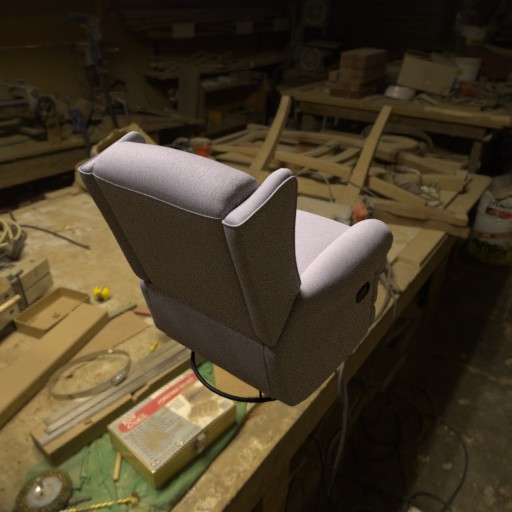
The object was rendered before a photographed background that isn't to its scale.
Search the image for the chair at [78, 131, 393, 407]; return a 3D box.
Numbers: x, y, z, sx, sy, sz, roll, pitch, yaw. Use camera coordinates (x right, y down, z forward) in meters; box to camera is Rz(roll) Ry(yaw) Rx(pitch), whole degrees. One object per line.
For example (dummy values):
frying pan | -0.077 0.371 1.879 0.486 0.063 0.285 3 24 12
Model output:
chair | 0.000 0.000 1.741 0.847 1.011 0.969 21 36 32
